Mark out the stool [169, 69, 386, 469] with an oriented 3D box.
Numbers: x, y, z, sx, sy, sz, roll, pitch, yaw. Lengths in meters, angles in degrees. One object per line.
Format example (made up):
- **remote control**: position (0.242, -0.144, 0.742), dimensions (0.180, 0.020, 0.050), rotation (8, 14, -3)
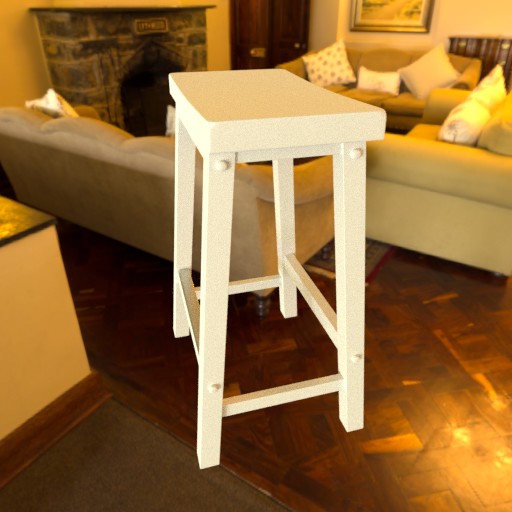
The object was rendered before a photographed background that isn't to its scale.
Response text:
- **stool**: position (0.000, 0.000, 0.848), dimensions (0.322, 0.610, 0.406), rotation (-8, 31, -14)
